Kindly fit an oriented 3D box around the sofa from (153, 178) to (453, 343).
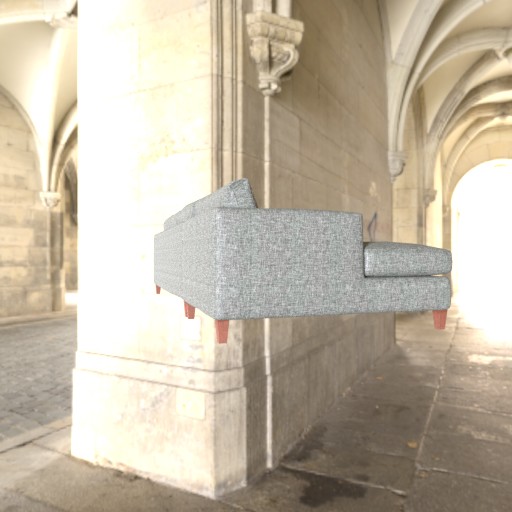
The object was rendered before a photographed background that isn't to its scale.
[{"bbox_3d":[0.000,0.000,4.259,1.635,0.960,3.485,0,0,-18],"label":"sofa"}]
